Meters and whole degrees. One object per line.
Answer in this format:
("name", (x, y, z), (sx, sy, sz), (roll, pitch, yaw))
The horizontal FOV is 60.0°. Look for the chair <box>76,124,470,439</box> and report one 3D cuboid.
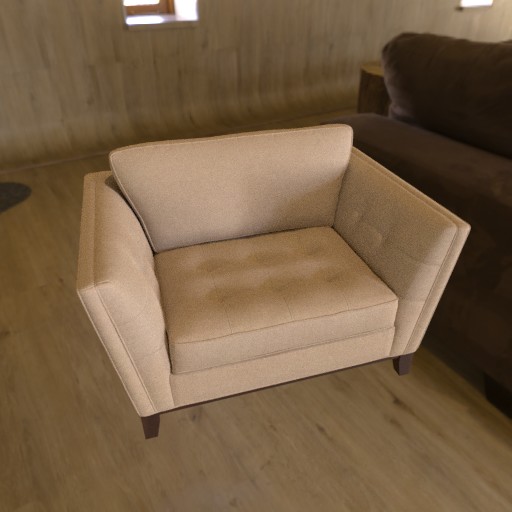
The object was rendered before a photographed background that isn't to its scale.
("chair", (0.000, 0.000, 2.020), (1.397, 0.940, 0.965), (-9, 34, -14))
